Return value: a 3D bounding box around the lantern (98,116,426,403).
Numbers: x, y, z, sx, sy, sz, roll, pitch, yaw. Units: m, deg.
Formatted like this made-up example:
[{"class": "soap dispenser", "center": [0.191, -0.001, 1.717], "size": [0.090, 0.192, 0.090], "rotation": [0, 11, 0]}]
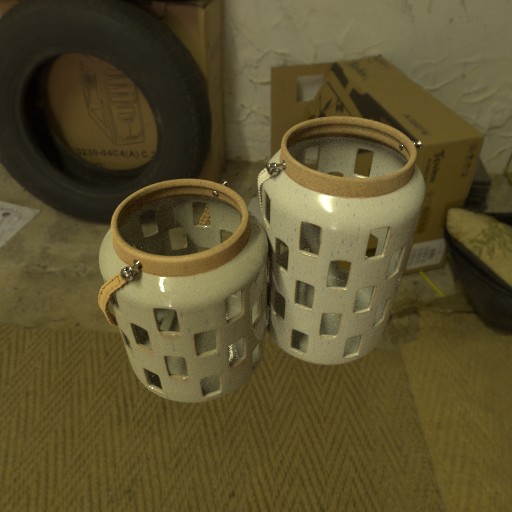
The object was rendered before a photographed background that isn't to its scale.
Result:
[{"class": "lantern", "center": [0.000, 0.000, 0.497], "size": [0.347, 0.255, 0.184], "rotation": [-11, 43, -12]}]
